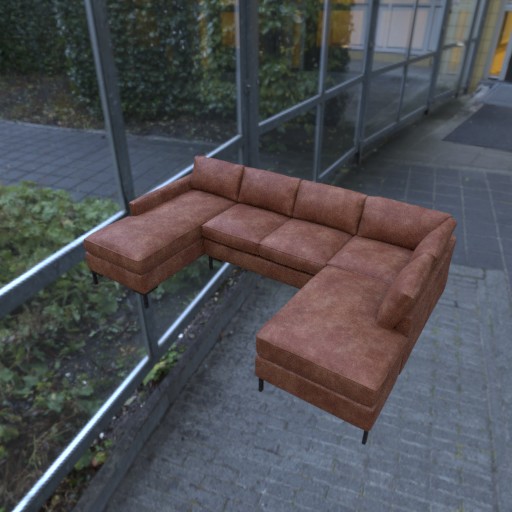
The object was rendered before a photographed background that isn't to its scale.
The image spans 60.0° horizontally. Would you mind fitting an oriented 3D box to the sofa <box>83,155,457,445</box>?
[{"bbox_3d":[0.000,0.000,3.933,2.956,0.900,1.939,19,36,28],"label":"sofa"}]
